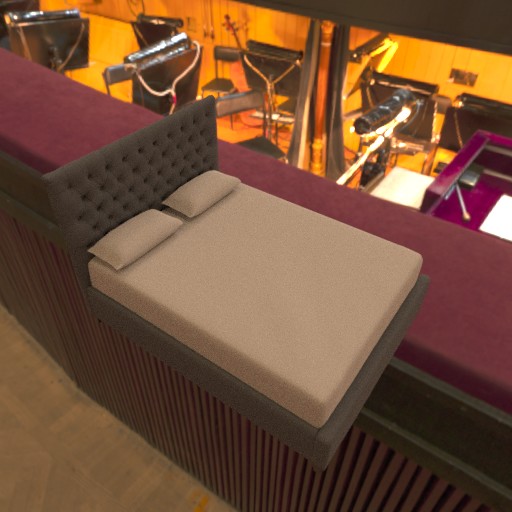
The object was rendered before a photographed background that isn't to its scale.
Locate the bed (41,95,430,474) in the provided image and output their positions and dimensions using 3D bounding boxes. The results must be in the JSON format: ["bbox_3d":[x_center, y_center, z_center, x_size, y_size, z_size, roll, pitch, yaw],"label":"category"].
[{"bbox_3d":[0.000,0.000,3.317,2.231,1.427,1.698,25,47,26],"label":"bed"}]
